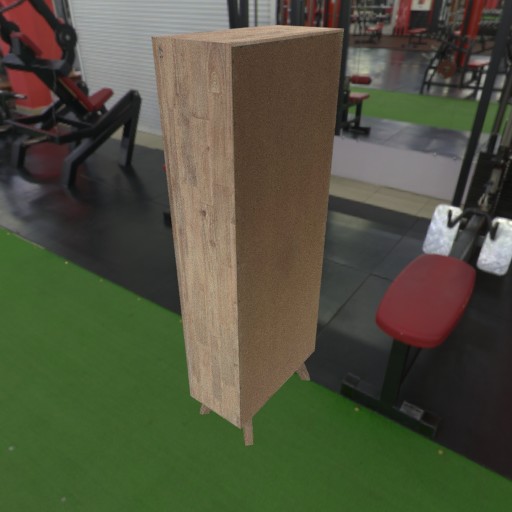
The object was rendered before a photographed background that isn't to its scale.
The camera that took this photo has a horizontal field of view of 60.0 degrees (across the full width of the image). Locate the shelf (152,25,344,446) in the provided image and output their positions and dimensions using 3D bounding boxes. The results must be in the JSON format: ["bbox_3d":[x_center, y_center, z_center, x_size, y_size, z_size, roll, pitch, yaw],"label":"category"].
[{"bbox_3d":[0.000,0.000,1.485,0.267,1.342,0.491,22,37,31],"label":"shelf"}]
